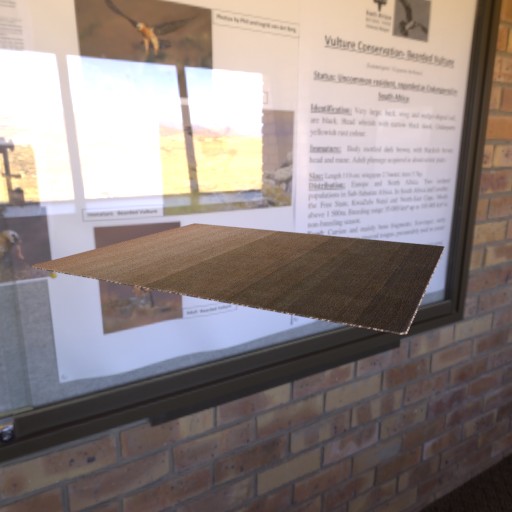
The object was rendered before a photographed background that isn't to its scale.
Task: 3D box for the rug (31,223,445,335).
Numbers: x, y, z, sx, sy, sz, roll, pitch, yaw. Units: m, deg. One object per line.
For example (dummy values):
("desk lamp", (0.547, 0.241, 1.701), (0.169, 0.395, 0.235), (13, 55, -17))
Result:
("rug", (0.000, 0.000, 3.897), (2.902, 0.017, 2.305), (7, 15, 26))
